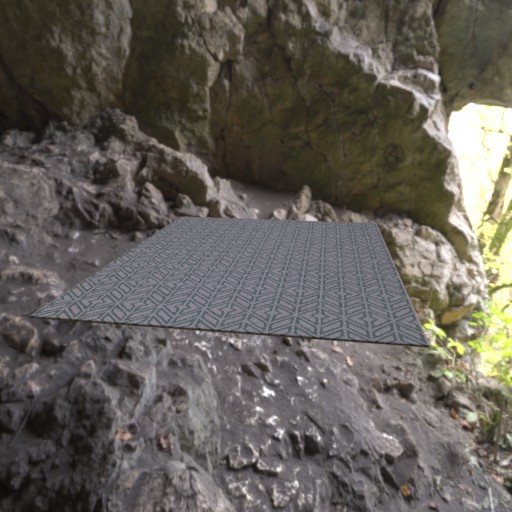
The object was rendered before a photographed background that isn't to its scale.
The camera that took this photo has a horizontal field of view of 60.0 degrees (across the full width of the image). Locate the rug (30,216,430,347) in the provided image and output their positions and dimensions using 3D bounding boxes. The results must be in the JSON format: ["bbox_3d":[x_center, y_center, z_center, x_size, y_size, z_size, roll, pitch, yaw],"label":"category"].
[{"bbox_3d":[0.000,0.000,4.067,2.441,0.017,3.050,3,17,9],"label":"rug"}]
